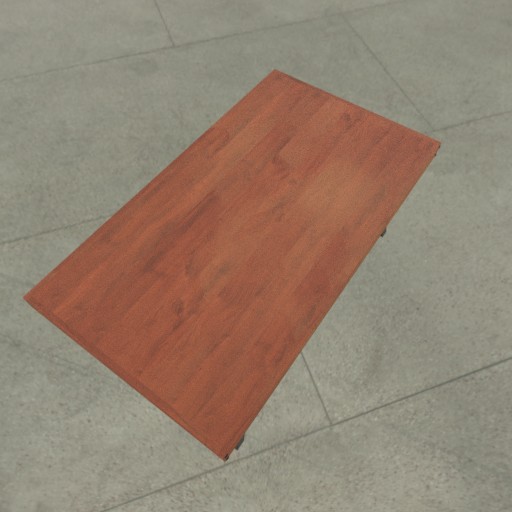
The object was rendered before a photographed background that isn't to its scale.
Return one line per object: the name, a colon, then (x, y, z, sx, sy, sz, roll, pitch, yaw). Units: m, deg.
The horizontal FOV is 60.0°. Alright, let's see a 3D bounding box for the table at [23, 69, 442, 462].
table: (0.000, 0.000, 1.386, 0.610, 0.457, 1.067, 31, 63, 18)
